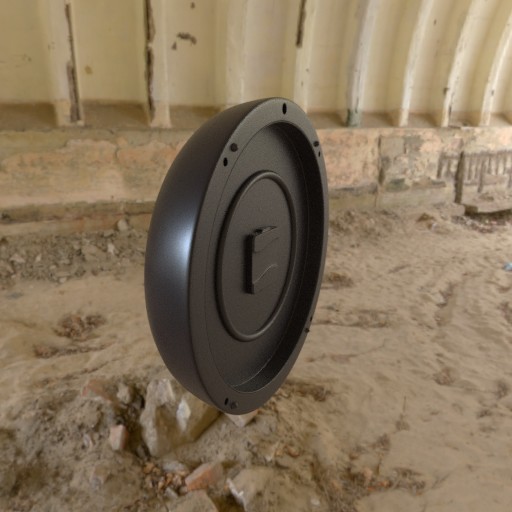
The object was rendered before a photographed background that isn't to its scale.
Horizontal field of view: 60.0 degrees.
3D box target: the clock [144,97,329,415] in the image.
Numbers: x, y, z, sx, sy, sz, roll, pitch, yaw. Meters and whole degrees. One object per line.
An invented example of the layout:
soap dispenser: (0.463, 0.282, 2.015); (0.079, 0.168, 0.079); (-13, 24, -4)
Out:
clock: (0.000, 0.000, 0.446); (0.060, 0.300, 0.300); (9, 19, 26)
